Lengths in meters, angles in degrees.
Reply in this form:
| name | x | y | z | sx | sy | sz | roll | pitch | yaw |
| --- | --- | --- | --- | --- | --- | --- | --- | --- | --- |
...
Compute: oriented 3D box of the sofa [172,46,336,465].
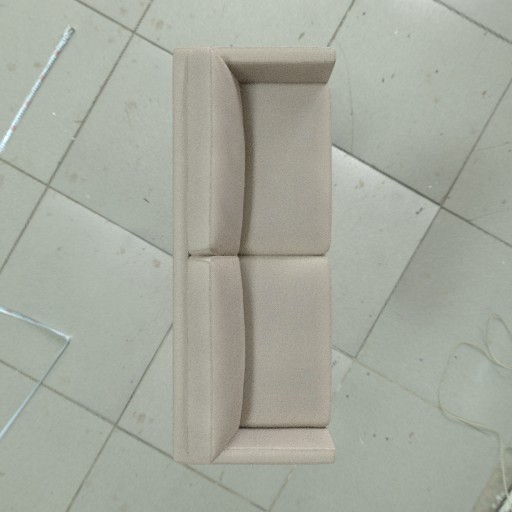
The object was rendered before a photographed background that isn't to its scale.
| name | x | y | z | sx | sy | sz | roll | pitch | yaw |
| --- | --- | --- | --- | --- | --- | --- | --- | --- | --- |
| sofa | 0.000 | 0.000 | 2.752 | 0.951 | 0.968 | 2.361 | 0 | 90 | 0 |
